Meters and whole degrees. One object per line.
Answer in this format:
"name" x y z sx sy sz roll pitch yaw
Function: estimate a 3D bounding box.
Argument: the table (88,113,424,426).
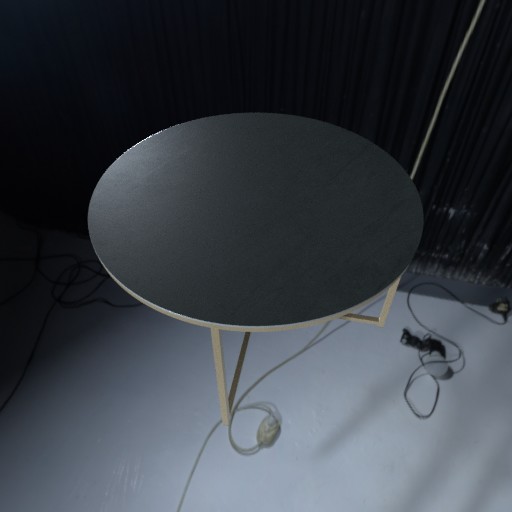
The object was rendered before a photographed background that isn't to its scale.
"table" 0.000 0.000 1.253 0.800 0.450 0.800 0 46 0
